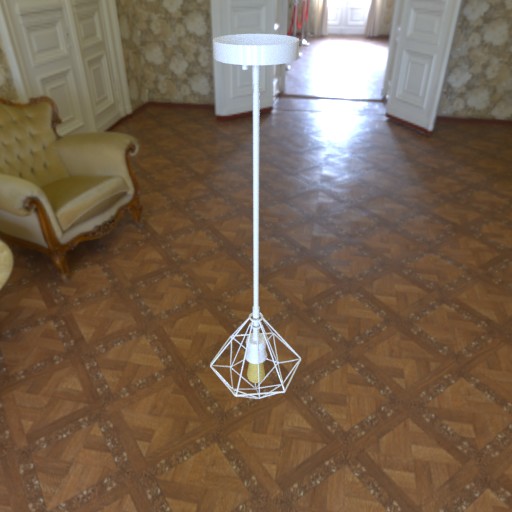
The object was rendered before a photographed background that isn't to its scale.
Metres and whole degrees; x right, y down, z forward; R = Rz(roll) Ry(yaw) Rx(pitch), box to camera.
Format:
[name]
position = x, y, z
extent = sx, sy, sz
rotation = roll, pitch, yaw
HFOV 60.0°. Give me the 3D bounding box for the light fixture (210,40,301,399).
[light fixture]
position = 0.000, 0.000, 1.993
extent = 0.431, 1.764, 0.487
rotation = -21, 39, -29
